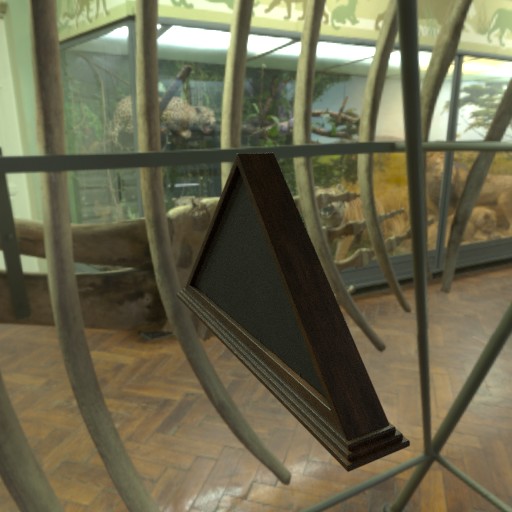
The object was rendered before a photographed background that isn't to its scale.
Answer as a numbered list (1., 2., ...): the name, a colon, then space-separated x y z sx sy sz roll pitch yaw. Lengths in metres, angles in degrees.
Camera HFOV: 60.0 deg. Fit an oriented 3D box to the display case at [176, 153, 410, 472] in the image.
1. display case: 0.000 0.000 0.752 0.095 0.340 0.640 -8 17 -26
